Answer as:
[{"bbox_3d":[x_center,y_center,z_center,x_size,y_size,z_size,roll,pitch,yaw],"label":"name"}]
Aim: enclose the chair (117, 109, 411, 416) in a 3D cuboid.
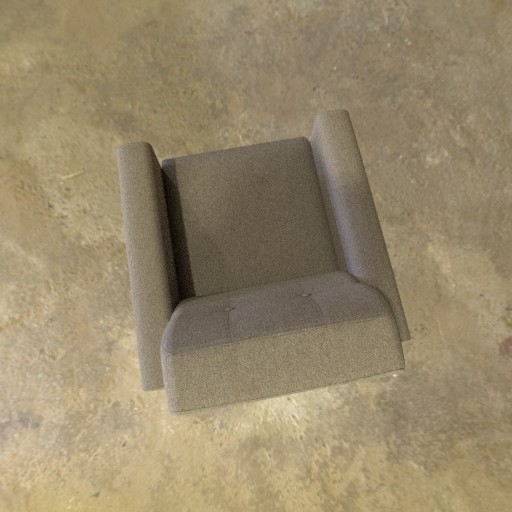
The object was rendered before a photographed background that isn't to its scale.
[{"bbox_3d":[0.000,0.000,1.535,0.831,0.839,0.907,-10,75,-3],"label":"chair"}]
